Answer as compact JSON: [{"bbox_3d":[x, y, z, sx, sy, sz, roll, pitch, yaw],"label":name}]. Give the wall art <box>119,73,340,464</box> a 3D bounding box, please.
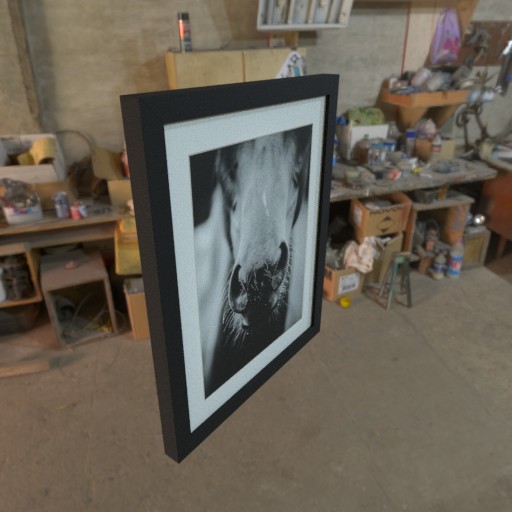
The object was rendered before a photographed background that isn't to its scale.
[{"bbox_3d":[0.000,0.000,0.552,0.024,0.404,0.329,18,31,33],"label":"wall art"}]
